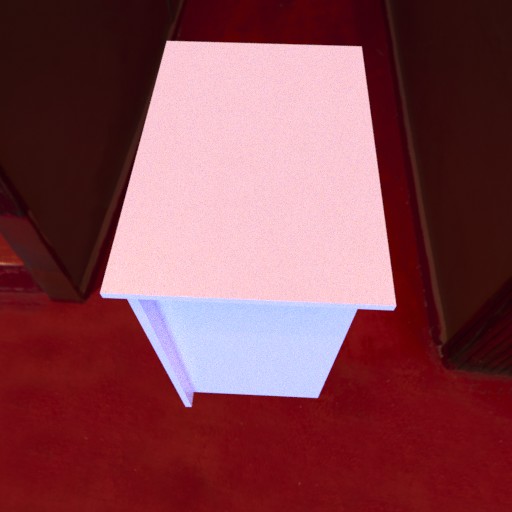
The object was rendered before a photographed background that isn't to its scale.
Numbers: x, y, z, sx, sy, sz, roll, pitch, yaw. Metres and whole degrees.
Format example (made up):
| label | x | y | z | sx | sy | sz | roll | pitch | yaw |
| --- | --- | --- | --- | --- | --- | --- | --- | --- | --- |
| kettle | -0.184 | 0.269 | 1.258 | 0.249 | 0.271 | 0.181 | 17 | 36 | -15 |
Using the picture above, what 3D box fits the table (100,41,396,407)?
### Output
| label | x | y | z | sx | sy | sz | roll | pitch | yaw |
| --- | --- | --- | --- | --- | --- | --- | --- | --- | --- |
| table | 0.000 | 0.000 | 1.059 | 0.406 | 0.711 | 0.589 | 2 | 58 | 1 |
